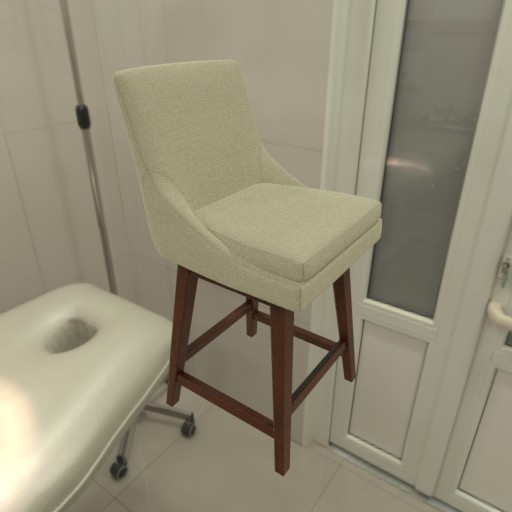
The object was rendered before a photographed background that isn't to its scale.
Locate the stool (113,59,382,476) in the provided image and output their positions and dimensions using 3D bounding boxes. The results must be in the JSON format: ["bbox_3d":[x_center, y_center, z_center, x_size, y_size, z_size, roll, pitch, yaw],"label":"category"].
[{"bbox_3d":[0.000,0.000,1.264,0.559,0.991,0.469,18,33,31],"label":"stool"}]
